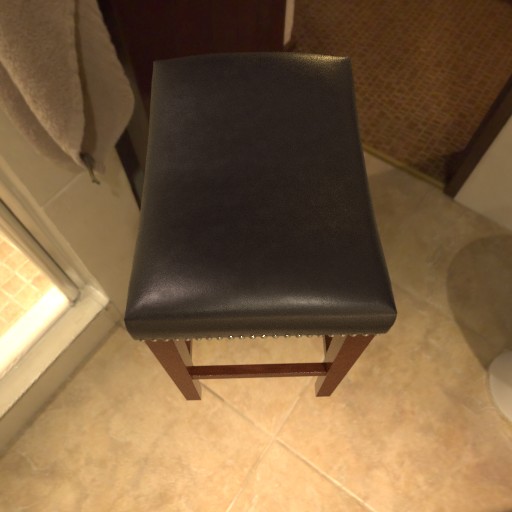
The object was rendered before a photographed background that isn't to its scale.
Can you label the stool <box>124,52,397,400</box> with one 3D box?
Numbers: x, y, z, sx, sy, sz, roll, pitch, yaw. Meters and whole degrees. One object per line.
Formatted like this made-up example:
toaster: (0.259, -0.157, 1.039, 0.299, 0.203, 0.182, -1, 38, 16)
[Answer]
stool: (0.000, 0.000, 0.947, 0.372, 0.654, 0.504, -1, 63, -1)
